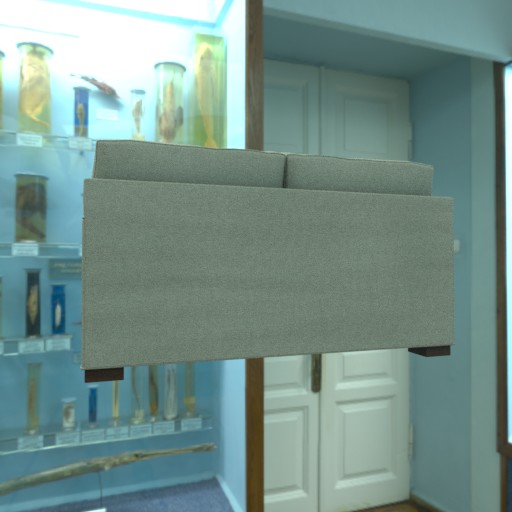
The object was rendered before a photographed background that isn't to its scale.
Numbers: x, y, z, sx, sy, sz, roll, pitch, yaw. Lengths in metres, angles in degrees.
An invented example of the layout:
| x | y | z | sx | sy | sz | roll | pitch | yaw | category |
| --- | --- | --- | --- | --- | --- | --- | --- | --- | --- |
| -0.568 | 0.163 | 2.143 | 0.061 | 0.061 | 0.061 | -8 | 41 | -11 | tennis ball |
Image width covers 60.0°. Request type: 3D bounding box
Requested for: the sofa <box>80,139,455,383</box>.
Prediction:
| x | y | z | sx | sy | sz | roll | pitch | yaw | category |
| --- | --- | --- | --- | --- | --- | --- | --- | --- | --- |
| 0.000 | 0.000 | 2.105 | 1.484 | 0.853 | 0.940 | 0 | -1 | -17 | sofa |
